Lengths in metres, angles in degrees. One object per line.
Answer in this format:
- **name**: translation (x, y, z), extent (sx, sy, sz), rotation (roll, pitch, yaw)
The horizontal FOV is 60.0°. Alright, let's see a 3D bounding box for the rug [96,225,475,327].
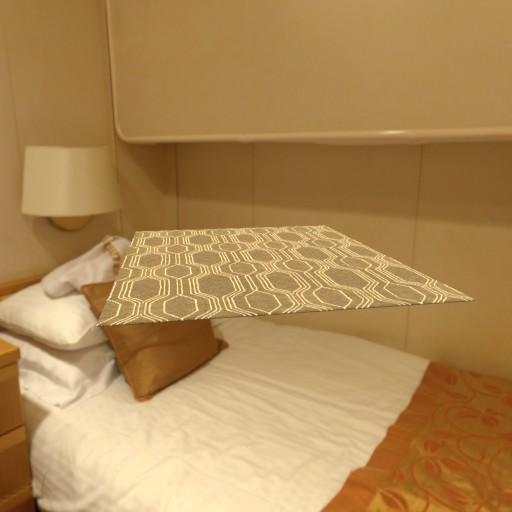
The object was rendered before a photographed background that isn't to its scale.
- **rug**: translation (0.000, 0.000, 4.243), extent (2.457, 0.012, 3.062), rotation (-3, 14, -10)
